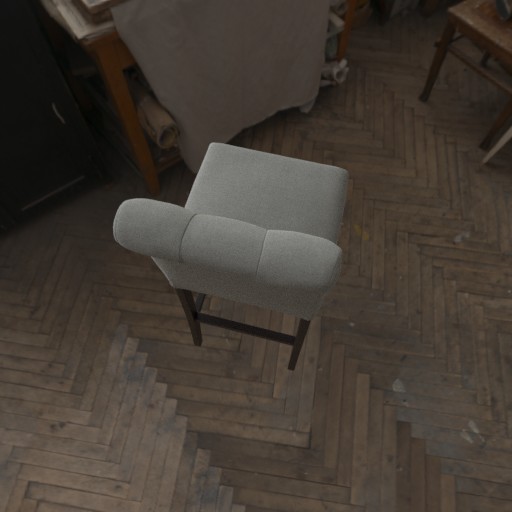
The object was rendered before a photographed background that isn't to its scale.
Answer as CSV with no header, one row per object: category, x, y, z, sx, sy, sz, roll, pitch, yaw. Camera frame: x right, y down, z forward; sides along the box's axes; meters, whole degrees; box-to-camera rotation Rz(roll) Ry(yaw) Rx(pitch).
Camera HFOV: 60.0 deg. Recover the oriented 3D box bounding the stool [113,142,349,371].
stool,0.000,0.000,1.474,0.493,1.140,0.601,13,65,6
